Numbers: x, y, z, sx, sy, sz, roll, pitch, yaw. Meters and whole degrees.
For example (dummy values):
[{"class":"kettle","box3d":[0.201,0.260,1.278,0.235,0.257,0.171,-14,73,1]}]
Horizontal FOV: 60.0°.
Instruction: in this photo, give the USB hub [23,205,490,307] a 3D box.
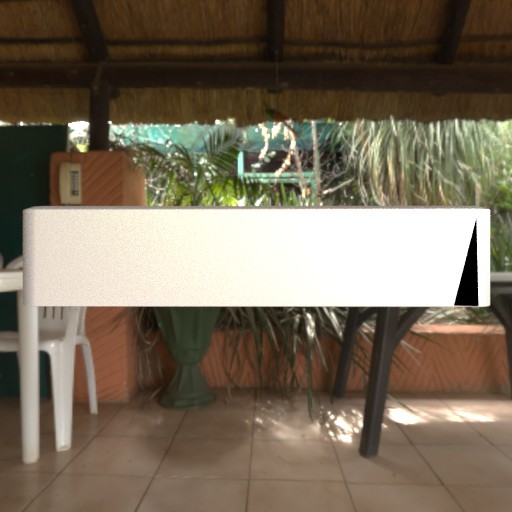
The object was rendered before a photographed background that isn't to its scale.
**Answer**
[{"class":"USB hub","box3d":[0.000,0.000,0.123,0.110,0.023,0.044,0,0,1]}]
